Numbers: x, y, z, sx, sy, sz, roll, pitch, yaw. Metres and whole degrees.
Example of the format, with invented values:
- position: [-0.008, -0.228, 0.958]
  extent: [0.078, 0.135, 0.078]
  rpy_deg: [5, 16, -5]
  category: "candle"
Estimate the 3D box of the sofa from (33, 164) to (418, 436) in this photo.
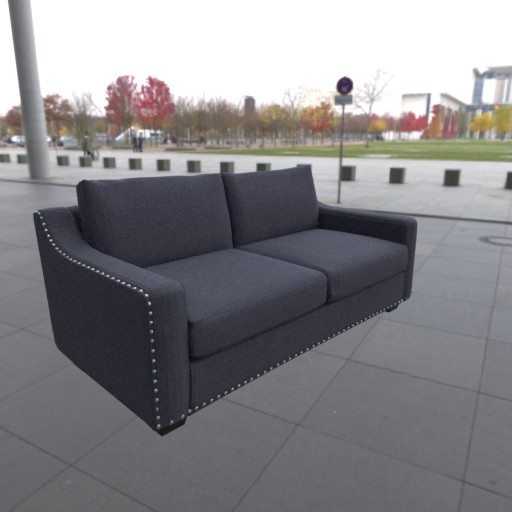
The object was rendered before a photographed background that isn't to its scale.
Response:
- position: [0.000, 0.000, 3.230]
  extent: [2.550, 1.196, 1.336]
  rpy_deg: [-15, 21, -43]
  category: "sofa"
